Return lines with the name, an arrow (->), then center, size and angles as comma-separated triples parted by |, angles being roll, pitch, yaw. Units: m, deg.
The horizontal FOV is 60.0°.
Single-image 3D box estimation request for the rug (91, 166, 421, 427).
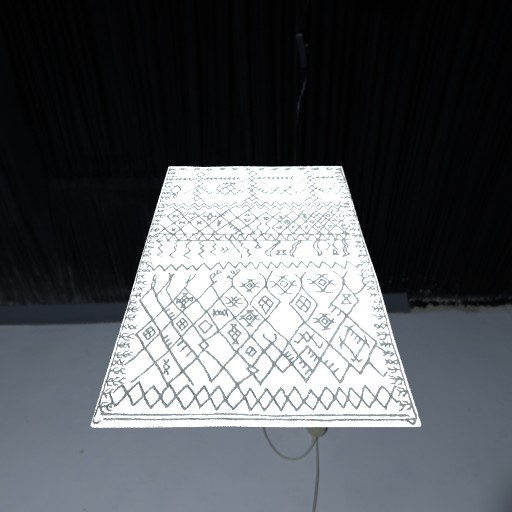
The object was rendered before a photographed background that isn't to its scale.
rug -> 0.000, 0.000, 2.977 | 1.530, 0.012, 2.444 | 0, 40, 0
